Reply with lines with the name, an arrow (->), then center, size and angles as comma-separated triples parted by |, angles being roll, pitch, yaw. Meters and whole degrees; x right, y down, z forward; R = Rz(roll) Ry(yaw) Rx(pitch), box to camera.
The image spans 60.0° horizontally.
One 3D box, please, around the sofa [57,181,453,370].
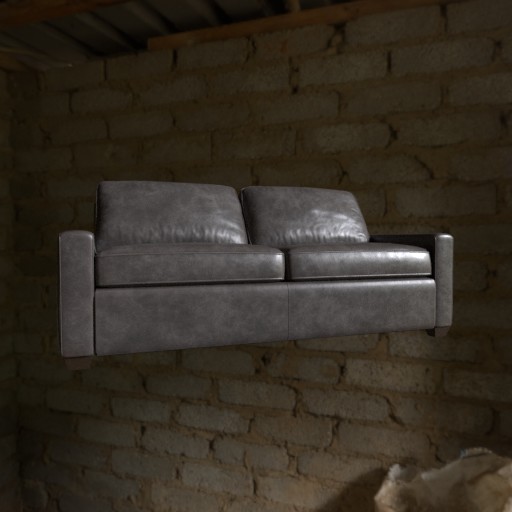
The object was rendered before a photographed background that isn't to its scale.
sofa -> 0.000, 0.000, 2.597 | 2.081, 0.916, 0.939 | -1, 2, -20
